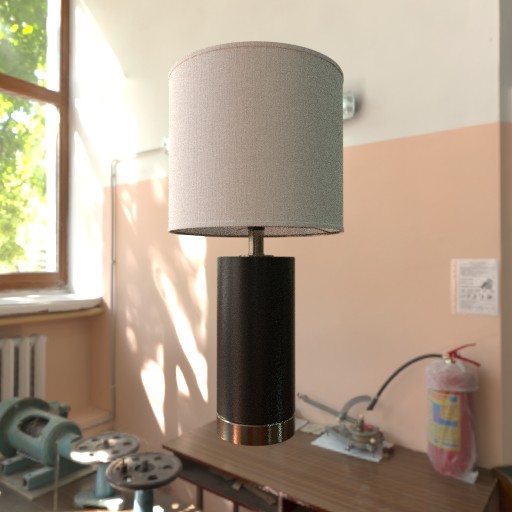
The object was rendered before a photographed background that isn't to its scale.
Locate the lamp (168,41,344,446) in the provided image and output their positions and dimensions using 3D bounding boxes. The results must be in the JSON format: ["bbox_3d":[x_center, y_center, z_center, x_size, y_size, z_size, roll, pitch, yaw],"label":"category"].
[{"bbox_3d":[0.000,0.000,0.617,0.241,0.482,0.240,0,-1,-19],"label":"lamp"}]
